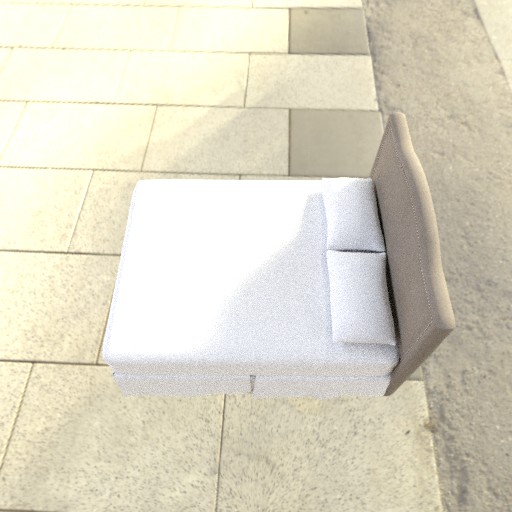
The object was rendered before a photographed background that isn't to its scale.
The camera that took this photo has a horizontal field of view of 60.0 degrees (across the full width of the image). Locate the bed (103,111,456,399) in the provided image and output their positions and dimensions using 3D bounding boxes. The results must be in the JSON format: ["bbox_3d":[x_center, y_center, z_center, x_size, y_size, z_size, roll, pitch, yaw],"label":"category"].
[{"bbox_3d":[0.000,0.000,3.292,2.128,1.441,1.744,0,58,0],"label":"bed"}]
